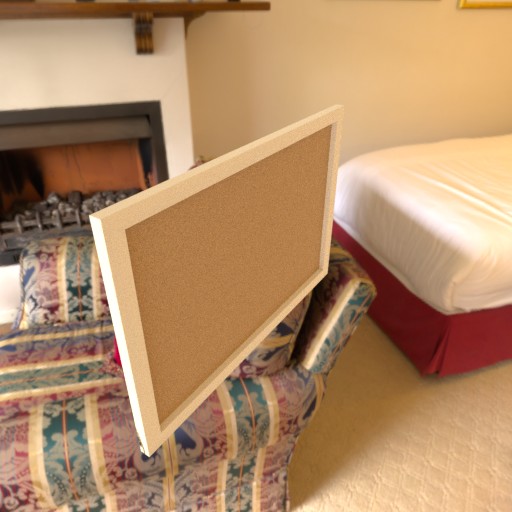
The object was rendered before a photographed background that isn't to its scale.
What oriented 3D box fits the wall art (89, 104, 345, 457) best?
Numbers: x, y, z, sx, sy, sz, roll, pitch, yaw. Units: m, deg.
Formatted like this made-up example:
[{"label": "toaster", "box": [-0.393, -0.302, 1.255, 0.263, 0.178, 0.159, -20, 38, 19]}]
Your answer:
[{"label": "wall art", "box": [0.000, 0.000, 1.486, 0.038, 0.767, 1.144, 20, 37, 29]}]
